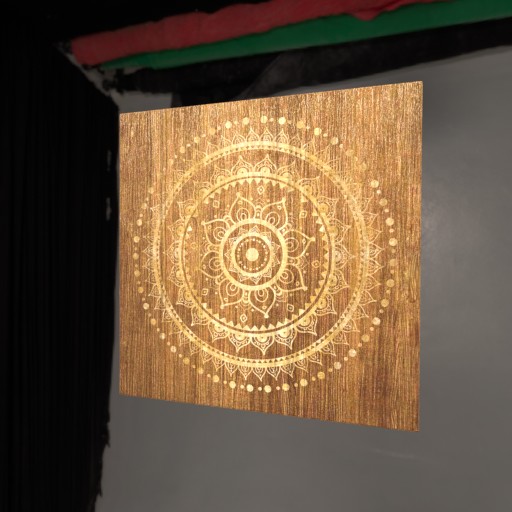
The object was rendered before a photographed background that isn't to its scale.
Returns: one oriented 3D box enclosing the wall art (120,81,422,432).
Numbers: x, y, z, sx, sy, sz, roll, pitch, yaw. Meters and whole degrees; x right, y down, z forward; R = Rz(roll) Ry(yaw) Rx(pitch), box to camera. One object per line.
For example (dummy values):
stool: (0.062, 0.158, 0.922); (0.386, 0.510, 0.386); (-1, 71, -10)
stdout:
wall art: (0.000, 0.000, 0.873); (0.611, 0.608, 0.042); (0, 0, 18)
